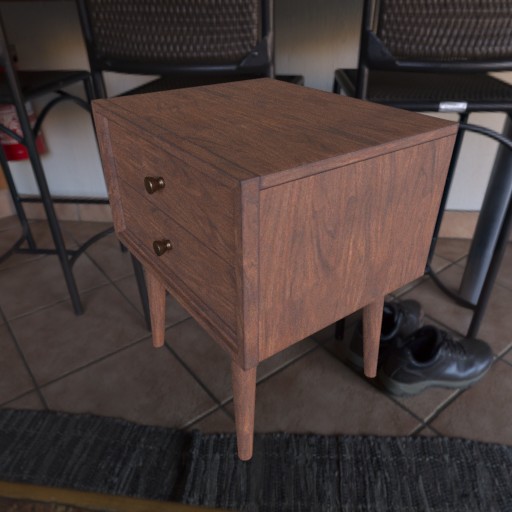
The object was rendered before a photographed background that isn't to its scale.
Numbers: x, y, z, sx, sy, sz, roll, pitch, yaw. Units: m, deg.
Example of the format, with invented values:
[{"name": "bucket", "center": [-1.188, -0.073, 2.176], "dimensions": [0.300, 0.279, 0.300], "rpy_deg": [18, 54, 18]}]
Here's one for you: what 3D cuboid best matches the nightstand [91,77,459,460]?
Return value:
[{"name": "nightstand", "center": [0.000, 0.000, 0.949], "dimensions": [0.445, 0.607, 0.521], "rpy_deg": [-21, 37, -30]}]
